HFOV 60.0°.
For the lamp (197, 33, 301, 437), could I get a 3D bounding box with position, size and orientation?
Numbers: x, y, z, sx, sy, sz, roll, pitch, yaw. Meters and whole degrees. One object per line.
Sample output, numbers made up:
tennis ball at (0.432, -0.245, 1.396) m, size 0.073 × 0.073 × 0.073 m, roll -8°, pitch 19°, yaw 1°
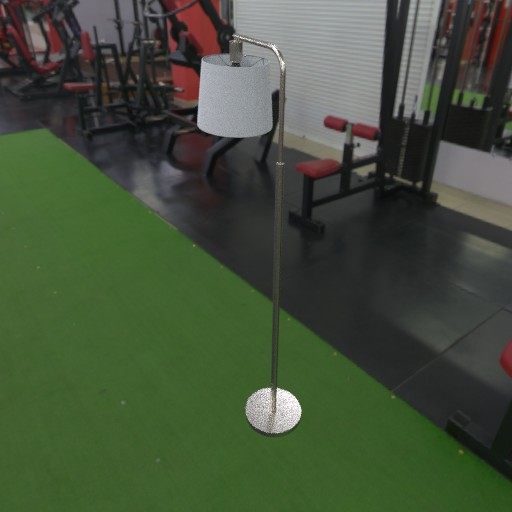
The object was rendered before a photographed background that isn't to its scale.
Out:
lamp at (0.000, 0.000, 1.658) m, size 0.254 × 1.478 × 0.508 m, roll -20°, pitch 36°, yaw -29°
